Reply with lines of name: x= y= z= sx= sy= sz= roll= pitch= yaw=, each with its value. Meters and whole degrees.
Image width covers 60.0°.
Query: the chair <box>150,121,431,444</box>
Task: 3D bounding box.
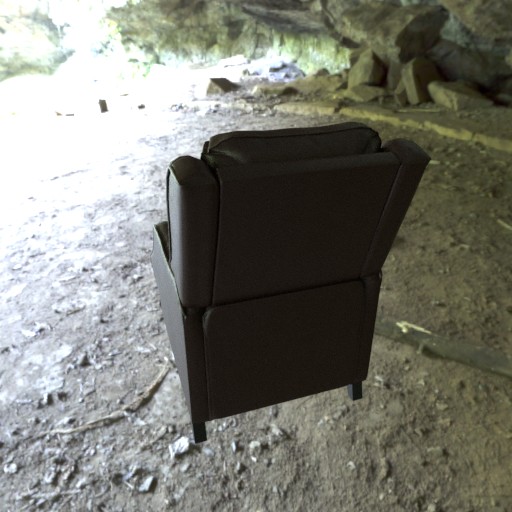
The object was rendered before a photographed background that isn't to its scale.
chair: x=0.000 y=0.000 z=1.787 sx=0.770 sy=1.132 sz=0.982 roll=-9 pitch=28 yaw=-17
